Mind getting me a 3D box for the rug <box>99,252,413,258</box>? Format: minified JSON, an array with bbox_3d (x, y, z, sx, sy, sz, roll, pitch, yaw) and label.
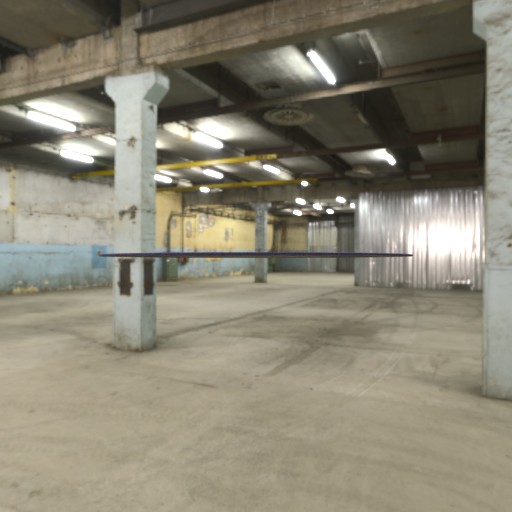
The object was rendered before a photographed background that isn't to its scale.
[{"bbox_3d":[0.000,0.000,3.570,2.386,0.014,2.386,0,-1,0],"label":"rug"}]
